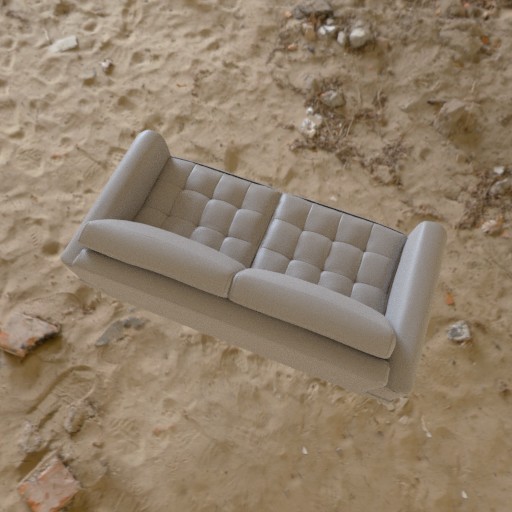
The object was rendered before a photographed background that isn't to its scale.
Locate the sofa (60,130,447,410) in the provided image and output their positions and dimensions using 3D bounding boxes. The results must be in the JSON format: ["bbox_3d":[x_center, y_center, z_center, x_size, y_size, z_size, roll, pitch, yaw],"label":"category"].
[{"bbox_3d":[0.000,0.000,2.812,2.177,0.930,1.121,20,67,9],"label":"sofa"}]
